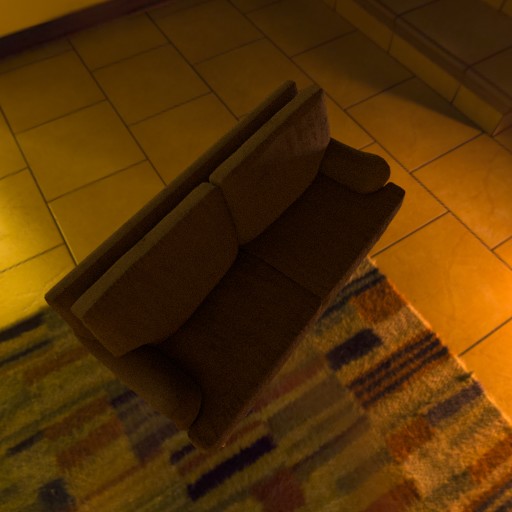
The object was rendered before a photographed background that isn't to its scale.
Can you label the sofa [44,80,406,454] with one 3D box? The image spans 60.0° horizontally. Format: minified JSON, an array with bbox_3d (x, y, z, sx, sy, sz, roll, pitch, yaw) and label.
[{"bbox_3d":[0.000,0.000,2.830,1.086,1.087,2.165,34,65,18],"label":"sofa"}]
